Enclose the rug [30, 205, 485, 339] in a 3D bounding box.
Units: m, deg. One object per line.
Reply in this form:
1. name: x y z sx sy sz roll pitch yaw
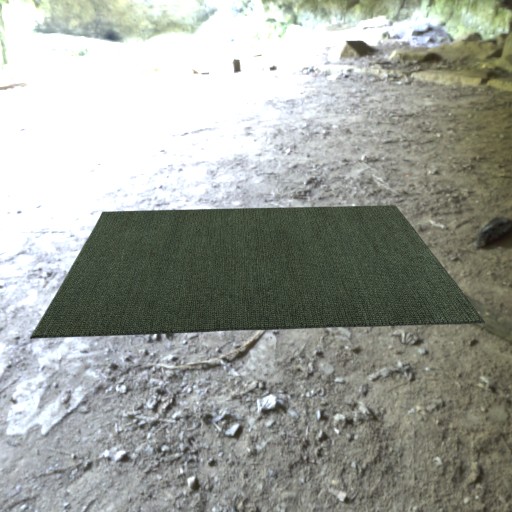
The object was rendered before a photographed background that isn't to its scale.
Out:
1. rug: 0.000 0.000 3.021 2.443 0.021 1.538 -2 31 -3
